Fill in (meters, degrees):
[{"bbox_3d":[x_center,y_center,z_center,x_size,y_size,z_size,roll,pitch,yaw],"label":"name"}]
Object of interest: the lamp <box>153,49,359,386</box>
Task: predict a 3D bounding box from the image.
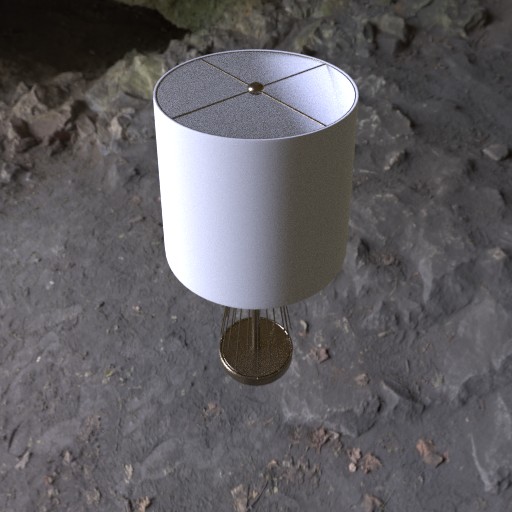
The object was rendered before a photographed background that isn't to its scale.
[{"bbox_3d":[0.000,0.000,0.779,0.303,0.618,0.303,0,45,0],"label":"lamp"}]
